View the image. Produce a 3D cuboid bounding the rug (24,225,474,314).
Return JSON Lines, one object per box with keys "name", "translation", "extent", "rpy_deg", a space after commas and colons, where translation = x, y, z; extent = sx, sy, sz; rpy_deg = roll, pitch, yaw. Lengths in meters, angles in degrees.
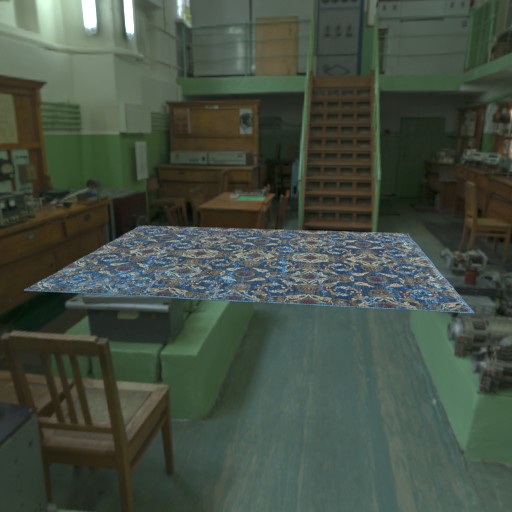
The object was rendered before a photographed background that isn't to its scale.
{"name": "rug", "translation": [0.000, 0.000, 4.308], "extent": [3.291, 0.013, 2.337], "rpy_deg": [2, 16, 7]}
